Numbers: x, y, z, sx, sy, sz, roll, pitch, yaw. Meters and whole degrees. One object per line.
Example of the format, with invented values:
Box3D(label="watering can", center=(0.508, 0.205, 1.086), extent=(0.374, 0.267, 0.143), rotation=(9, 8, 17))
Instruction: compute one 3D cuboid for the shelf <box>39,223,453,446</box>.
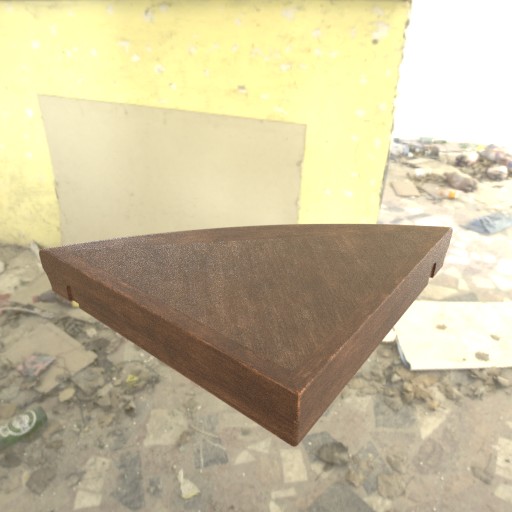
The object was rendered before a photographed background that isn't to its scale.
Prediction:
Box3D(label="shelf", center=(0.000, 0.000, 0.471), extent=(0.310, 0.050, 0.310), rotation=(21, 35, 33))
